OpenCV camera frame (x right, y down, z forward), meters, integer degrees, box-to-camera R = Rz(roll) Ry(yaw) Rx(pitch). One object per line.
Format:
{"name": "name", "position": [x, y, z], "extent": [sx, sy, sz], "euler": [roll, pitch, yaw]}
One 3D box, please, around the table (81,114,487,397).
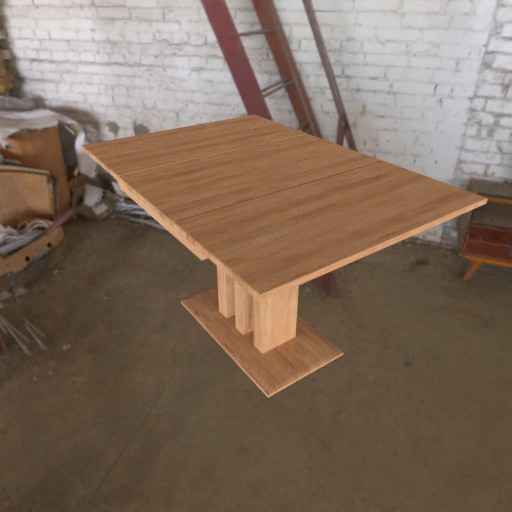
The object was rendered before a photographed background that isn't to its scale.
{"name": "table", "position": [0.000, 0.000, 1.850], "extent": [0.900, 0.770, 1.300], "euler": [-20, 37, -29]}
